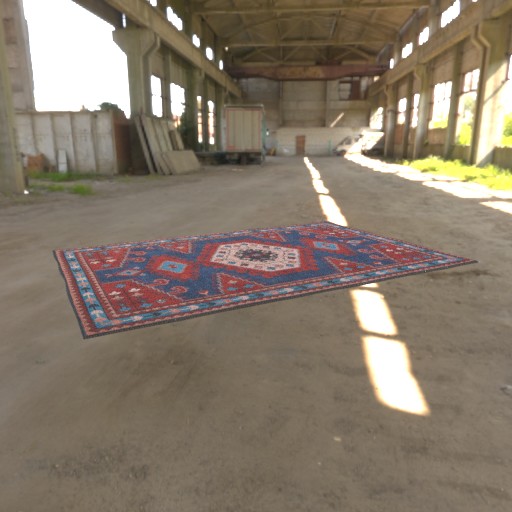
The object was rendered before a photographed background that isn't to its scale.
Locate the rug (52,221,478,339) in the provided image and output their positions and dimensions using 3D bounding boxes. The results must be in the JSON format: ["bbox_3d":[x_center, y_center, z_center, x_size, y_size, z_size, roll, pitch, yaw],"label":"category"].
[{"bbox_3d":[0.000,0.000,2.258,1.820,0.012,1.207,-8,17,-27],"label":"rug"}]
